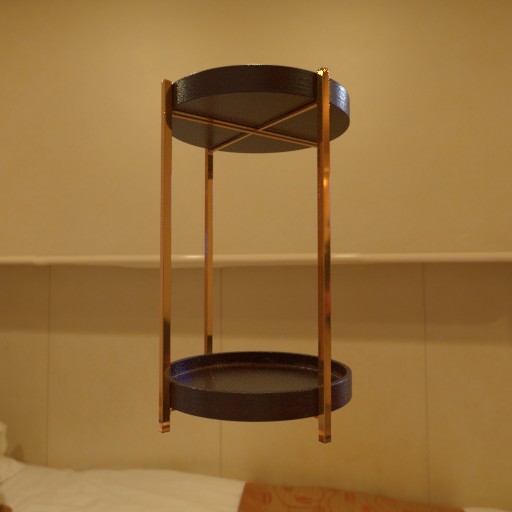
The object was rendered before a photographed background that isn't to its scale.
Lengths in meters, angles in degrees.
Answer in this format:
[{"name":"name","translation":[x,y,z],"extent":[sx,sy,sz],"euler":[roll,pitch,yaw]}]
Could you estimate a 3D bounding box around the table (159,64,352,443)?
[{"name":"table","translation":[0.000,0.000,0.883],"extent":[0.400,0.610,0.400],"euler":[1,-3,-35]}]
